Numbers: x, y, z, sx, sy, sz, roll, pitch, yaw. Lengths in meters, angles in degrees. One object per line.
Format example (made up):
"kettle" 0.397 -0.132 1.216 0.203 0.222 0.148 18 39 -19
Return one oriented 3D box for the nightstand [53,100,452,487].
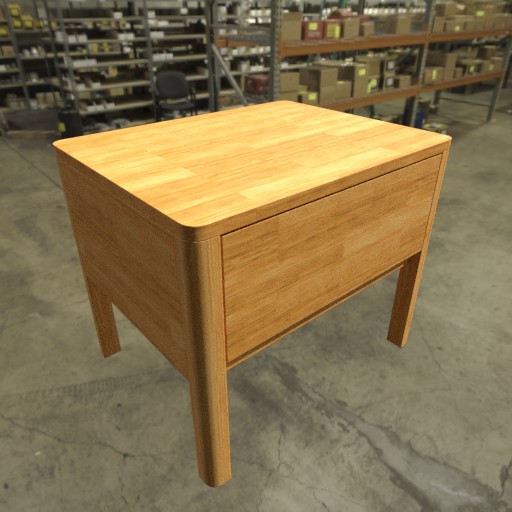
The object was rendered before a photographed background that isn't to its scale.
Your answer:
"nightstand" 0.000 0.000 0.892 0.560 0.470 0.440 -23 37 -34
